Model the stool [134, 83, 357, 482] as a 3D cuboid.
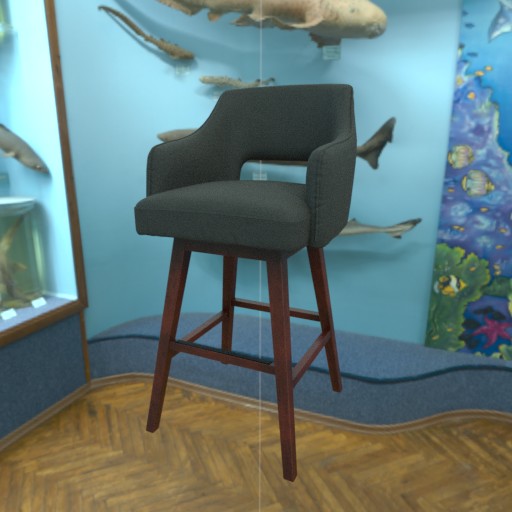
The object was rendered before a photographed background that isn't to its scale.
[{"bbox_3d":[0.000,0.000,1.335,0.548,1.012,0.558,7,17,25],"label":"stool"}]
